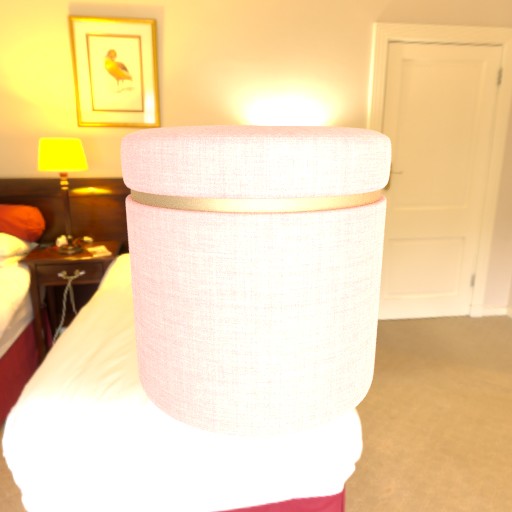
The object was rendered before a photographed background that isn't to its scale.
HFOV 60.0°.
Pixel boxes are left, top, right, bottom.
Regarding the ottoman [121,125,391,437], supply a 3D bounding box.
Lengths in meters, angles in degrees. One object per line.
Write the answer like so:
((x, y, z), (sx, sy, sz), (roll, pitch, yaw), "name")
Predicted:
((0.000, 0.000, 0.725), (0.400, 0.406, 0.400), (0, 15, 0), "ottoman")
